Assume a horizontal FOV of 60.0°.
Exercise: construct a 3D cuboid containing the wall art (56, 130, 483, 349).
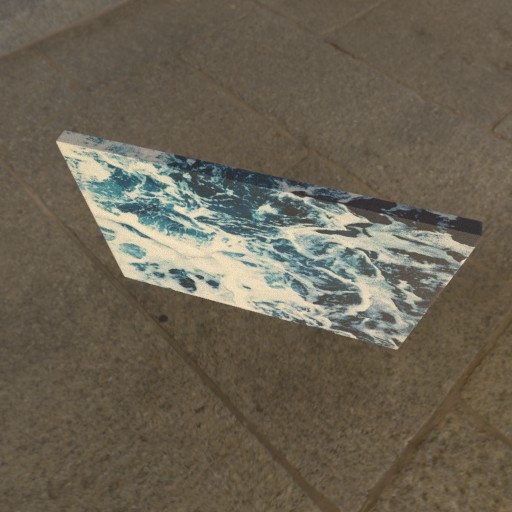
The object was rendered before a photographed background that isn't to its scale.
[{"bbox_3d":[0.000,0.000,1.180,0.915,0.610,0.042,14,59,9],"label":"wall art"}]
